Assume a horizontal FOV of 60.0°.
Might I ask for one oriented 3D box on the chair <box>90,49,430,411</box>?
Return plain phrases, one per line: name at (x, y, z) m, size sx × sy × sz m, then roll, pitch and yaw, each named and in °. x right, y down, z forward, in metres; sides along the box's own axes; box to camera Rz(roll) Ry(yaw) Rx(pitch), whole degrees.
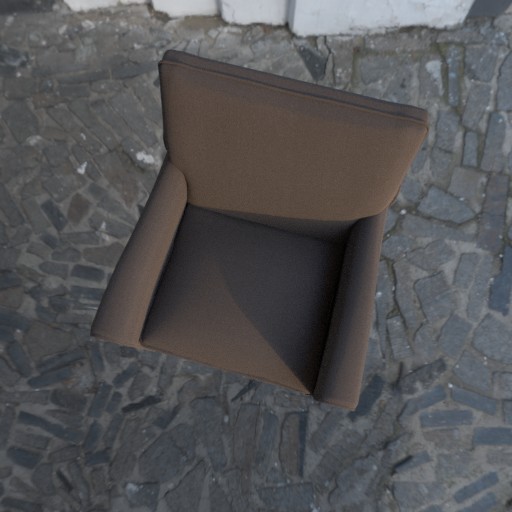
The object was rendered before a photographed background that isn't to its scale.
chair at (0.000, 0.000, 1.566) m, size 0.836 × 0.911 × 0.831 m, roll 15°, pitch 76°, yaw 4°
